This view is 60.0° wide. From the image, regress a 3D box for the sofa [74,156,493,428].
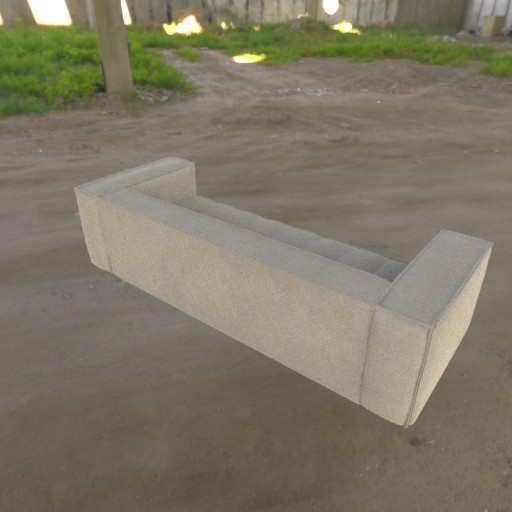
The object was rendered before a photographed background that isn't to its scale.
[{"bbox_3d":[0.000,0.000,3.040,2.697,0.680,1.038,21,36,32],"label":"sofa"}]
